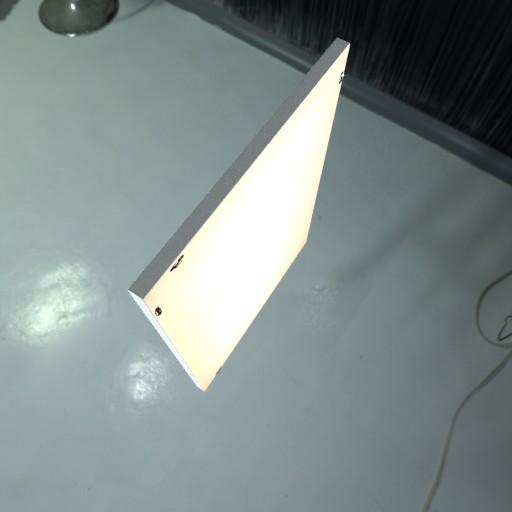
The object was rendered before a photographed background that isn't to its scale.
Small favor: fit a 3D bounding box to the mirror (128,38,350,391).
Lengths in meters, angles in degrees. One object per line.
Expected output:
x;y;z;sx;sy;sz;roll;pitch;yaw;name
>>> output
0.000;0.000;1.365;0.040;1.016;0.762;30;68;14;mirror
